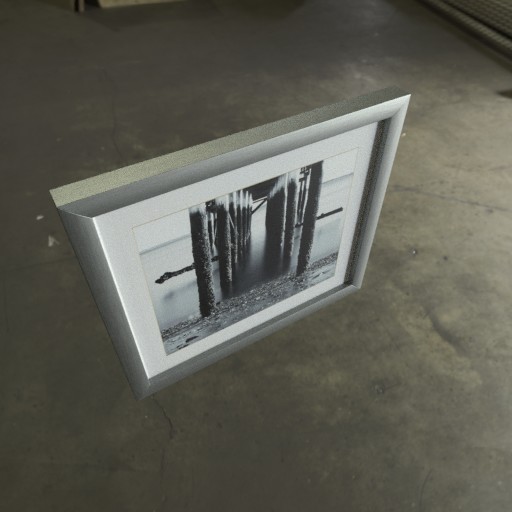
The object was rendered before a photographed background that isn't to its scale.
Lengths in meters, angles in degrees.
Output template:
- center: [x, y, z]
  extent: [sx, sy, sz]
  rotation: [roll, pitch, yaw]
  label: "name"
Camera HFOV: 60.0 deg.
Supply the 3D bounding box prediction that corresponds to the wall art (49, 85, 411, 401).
- center: [0.000, 0.000, 0.542]
  extent: [0.380, 0.330, 0.028]
  rotation: [-23, 50, -21]
  label: "wall art"
